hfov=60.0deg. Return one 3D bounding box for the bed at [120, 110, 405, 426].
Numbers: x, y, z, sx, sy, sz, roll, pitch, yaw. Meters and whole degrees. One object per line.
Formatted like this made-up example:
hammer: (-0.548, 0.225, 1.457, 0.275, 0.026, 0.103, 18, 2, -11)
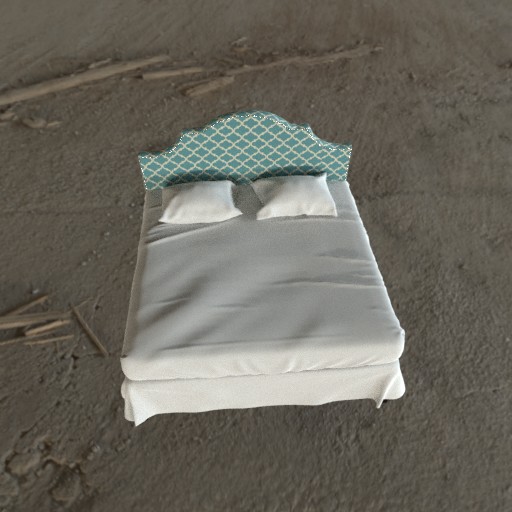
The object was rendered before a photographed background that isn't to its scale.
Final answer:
bed: (0.000, 0.000, 3.720, 2.314, 1.601, 2.222, -3, 46, -3)
